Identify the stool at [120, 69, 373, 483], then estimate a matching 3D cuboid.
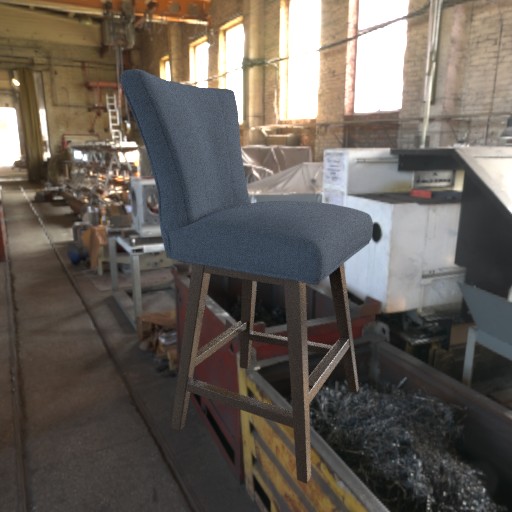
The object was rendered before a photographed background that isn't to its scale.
[{"bbox_3d":[0.000,0.000,1.312,0.574,1.000,0.514,7,16,26],"label":"stool"}]
